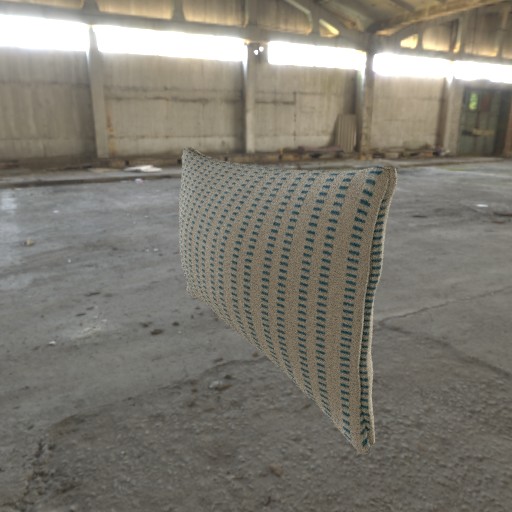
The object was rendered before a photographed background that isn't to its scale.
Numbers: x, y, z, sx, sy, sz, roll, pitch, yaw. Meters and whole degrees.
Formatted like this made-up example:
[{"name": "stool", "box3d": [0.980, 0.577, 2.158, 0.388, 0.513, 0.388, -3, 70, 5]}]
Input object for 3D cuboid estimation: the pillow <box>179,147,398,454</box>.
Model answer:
[{"name": "pillow", "box3d": [0.000, 0.000, 0.777, 0.210, 0.353, 0.640, -8, 18, -27]}]
